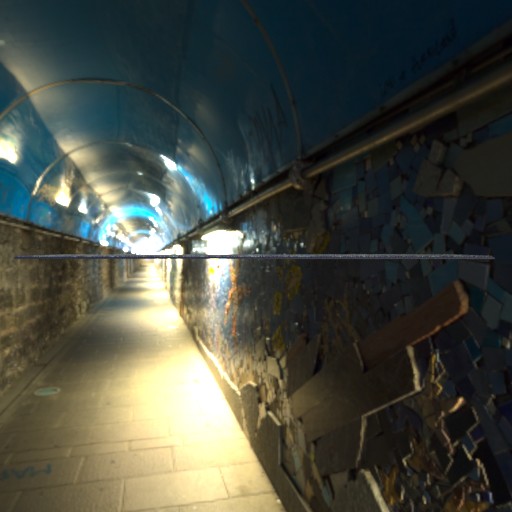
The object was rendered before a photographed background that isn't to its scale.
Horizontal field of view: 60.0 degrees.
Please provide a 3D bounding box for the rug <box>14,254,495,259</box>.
[{"bbox_3d":[0.000,0.000,4.674,3.612,0.035,2.716,0,0,2],"label":"rug"}]
